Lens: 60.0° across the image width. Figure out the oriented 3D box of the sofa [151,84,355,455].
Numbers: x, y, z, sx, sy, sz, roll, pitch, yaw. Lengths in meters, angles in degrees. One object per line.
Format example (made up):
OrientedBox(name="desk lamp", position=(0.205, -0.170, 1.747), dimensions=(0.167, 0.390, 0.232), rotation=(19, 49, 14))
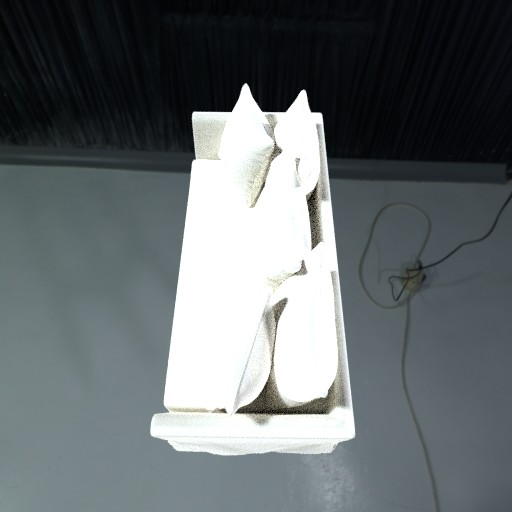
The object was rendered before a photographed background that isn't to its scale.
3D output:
OrientedBox(name="sofa", position=(0.000, 0.000, 2.874), dimensions=(1.031, 1.034, 2.290), rotation=(1, 57, 0))
